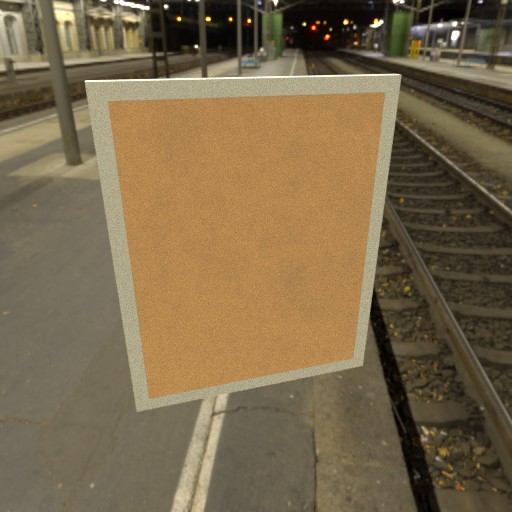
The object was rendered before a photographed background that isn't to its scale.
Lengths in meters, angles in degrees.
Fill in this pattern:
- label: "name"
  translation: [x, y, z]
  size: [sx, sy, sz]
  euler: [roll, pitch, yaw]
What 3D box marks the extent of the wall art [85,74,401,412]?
- label: "wall art"
  translation: [0.000, 0.000, 1.084]
  size: [0.661, 0.811, 0.026]
  euler: [-7, 27, -14]
